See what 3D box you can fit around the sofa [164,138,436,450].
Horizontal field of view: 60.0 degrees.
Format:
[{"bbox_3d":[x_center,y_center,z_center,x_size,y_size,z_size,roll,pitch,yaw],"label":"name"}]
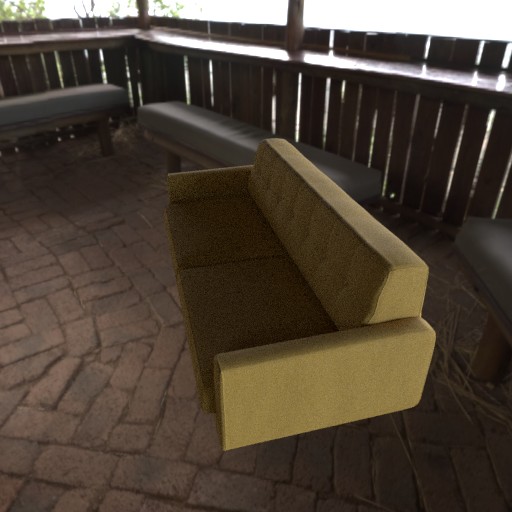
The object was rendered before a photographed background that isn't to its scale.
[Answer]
[{"bbox_3d":[0.000,0.000,2.508,0.909,0.841,2.029,-8,31,-13],"label":"sofa"}]
